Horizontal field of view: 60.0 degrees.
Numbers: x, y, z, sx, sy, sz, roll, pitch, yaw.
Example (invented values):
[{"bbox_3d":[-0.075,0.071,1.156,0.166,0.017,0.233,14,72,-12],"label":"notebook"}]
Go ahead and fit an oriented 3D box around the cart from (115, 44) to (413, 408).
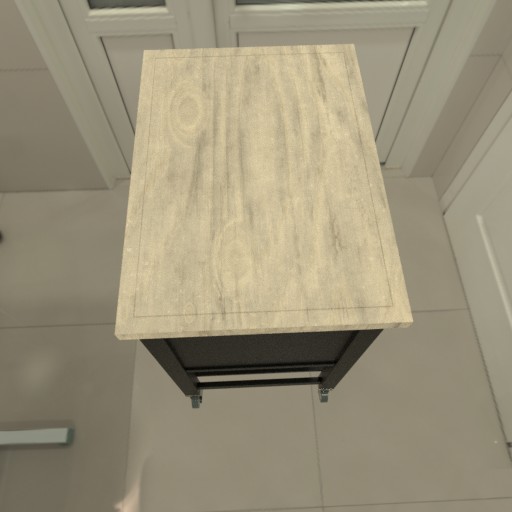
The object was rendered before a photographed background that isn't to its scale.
[{"bbox_3d":[0.000,0.000,1.424,0.567,0.920,0.797,-2,63,-1],"label":"cart"}]
